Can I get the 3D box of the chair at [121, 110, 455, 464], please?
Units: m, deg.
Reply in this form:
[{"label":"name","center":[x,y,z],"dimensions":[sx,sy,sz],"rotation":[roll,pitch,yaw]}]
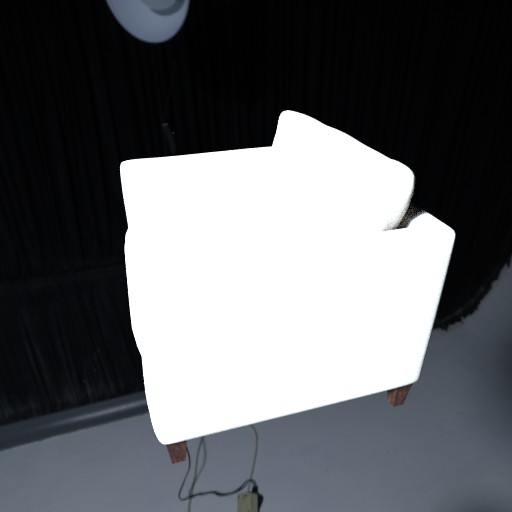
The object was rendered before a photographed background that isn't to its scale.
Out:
[{"label":"chair","center":[0.000,0.000,1.691],"dimensions":[0.959,0.919,0.996],"rotation":[-9,31,-14]}]
